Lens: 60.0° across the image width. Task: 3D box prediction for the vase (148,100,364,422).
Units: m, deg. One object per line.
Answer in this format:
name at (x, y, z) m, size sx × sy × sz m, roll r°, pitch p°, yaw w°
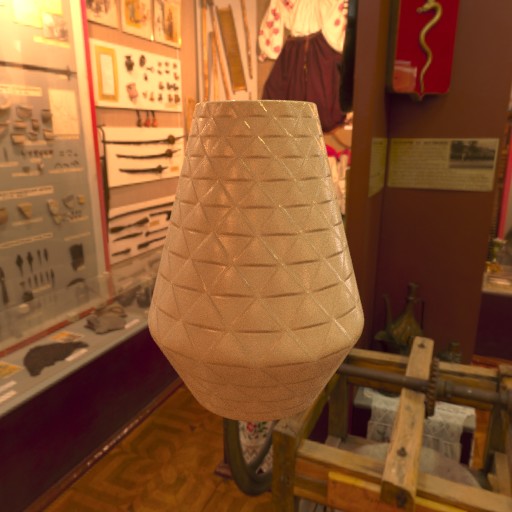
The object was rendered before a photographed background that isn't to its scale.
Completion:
vase at (0.000, 0.000, 0.355) m, size 0.175 × 0.230 × 0.175 m, roll 0°, pitch 15°, yaw 0°
